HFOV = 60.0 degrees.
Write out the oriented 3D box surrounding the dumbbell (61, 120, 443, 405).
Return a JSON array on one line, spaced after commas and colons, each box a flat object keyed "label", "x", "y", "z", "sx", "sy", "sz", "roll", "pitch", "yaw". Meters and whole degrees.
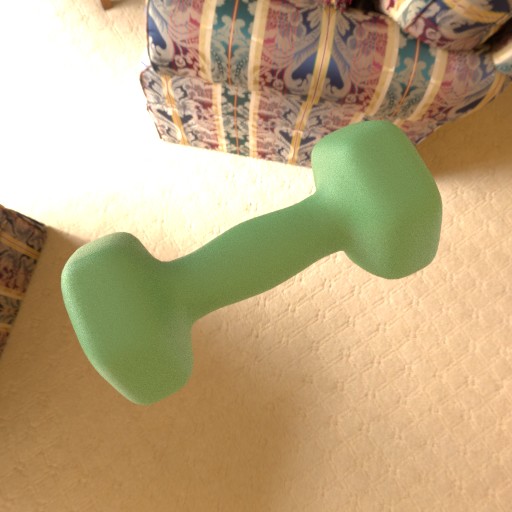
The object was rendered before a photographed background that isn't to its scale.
[{"label": "dumbbell", "x": 0.000, "y": 0.000, "z": 0.324, "sx": 0.257, "sy": 0.114, "sz": 0.126, "roll": -25, "pitch": 78, "yaw": -6}]
